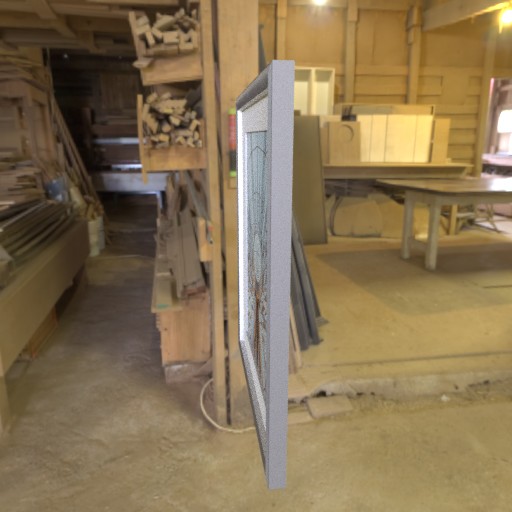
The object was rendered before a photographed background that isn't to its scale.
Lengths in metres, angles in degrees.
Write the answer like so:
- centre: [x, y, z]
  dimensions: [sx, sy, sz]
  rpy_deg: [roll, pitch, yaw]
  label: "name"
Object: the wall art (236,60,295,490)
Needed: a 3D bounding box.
- centre: [0.000, 0.000, 0.771]
  dimensions: [0.029, 0.558, 0.458]
  rpy_deg: [-2, 15, -7]
  label: "wall art"
